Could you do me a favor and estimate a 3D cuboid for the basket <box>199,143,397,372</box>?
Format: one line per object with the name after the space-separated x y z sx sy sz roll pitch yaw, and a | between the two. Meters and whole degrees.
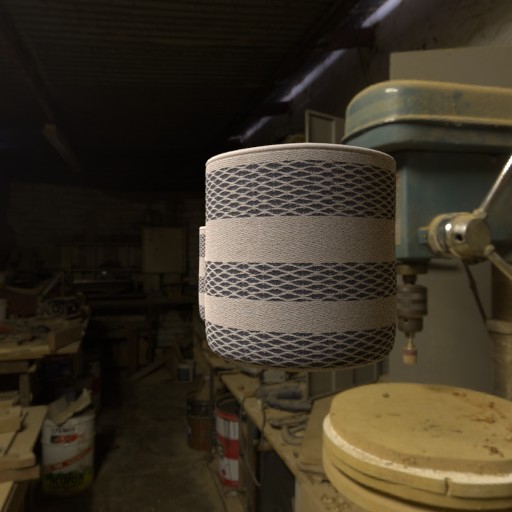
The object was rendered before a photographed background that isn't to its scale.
0.000 0.000 1.104 0.351 0.356 0.917 0 1 -16 | basket
